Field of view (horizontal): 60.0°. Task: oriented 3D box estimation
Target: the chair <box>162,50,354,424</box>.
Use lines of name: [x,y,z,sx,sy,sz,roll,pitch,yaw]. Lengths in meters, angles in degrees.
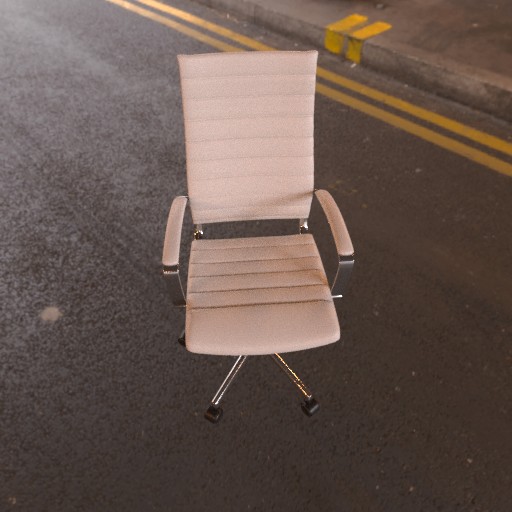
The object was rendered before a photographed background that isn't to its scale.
chair: [0.000,0.000,1.541,0.679,1.149,0.679,-3,45,-3]
